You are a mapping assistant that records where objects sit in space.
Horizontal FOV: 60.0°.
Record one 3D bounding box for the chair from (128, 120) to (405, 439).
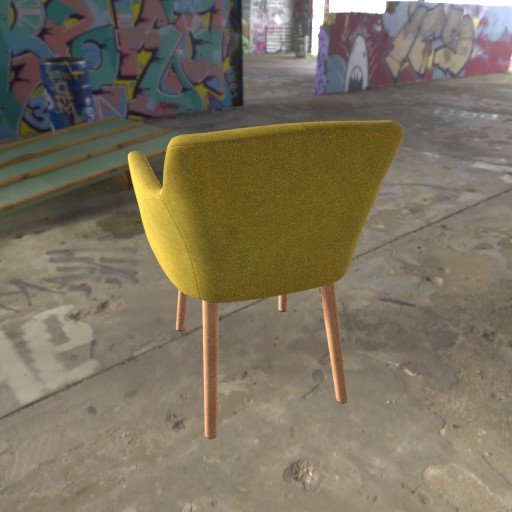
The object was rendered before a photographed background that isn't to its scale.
[{"bbox_3d":[0.000,0.000,1.174,0.570,0.780,0.570,-9,29,-16],"label":"chair"}]
